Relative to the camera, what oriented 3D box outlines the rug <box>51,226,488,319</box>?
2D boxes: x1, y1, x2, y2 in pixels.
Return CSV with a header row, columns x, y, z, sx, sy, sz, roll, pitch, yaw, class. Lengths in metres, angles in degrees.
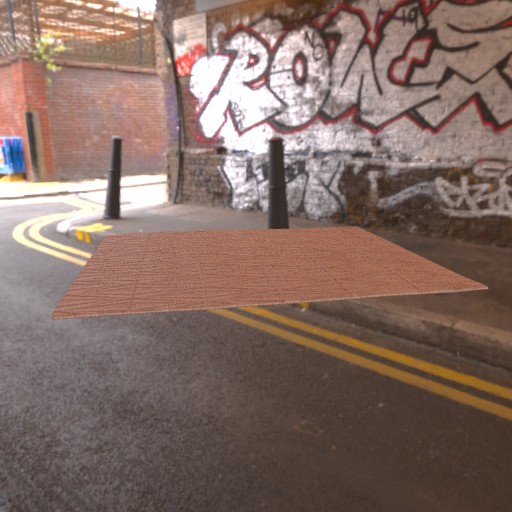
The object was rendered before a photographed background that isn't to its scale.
x,y,z,sx,sy,sz,roll,pitch,yaw,class
0.000,0.000,4.167,3.052,0.043,2.453,-3,15,-10,rug
